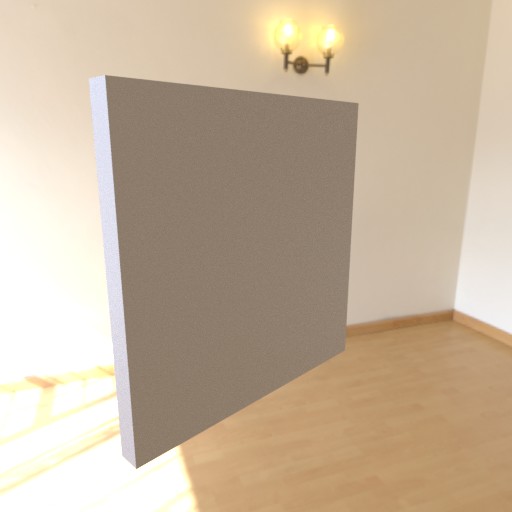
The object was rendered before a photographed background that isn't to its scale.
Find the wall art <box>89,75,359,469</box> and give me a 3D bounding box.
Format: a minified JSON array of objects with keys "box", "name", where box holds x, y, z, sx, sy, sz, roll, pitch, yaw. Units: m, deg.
[{"box":[0.000,0.000,0.513,0.027,0.355,0.355,14,20,43],"name":"wall art"}]
